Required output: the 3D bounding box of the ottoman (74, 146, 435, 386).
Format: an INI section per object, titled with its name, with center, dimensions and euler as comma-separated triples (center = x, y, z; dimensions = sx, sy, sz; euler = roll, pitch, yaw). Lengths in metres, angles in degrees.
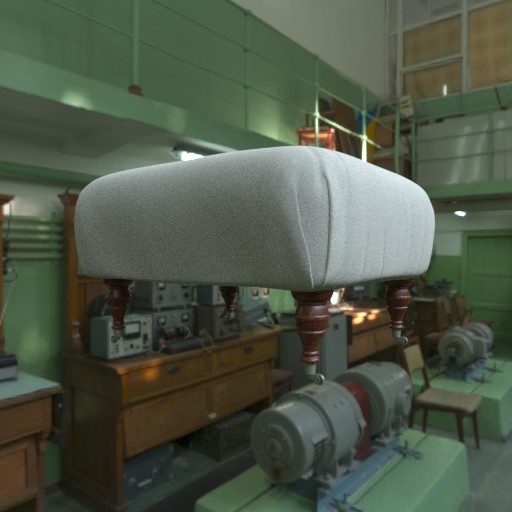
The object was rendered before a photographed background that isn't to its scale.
[ottoman]
center = 0.000, 0.000, 1.138
dimensions = 0.746, 0.450, 0.639
euler = 0, 1, 37
